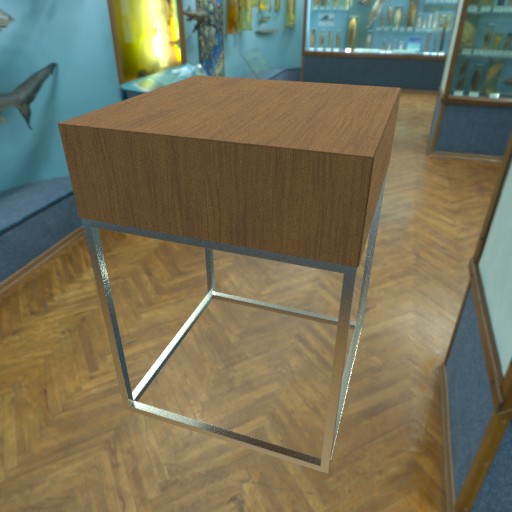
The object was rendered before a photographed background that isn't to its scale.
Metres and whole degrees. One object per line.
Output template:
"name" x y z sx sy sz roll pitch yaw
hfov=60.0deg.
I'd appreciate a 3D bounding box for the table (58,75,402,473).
"table" 0.000 0.000 0.809 0.398 0.540 0.397 10 33 17
